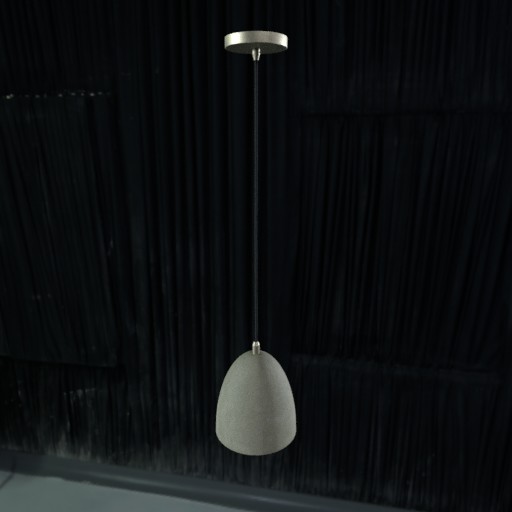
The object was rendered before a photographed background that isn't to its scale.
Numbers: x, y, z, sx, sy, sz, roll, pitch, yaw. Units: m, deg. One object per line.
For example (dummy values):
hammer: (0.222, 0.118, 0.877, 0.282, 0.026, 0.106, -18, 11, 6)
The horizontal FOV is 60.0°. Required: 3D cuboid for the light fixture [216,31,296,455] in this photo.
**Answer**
light fixture: (0.000, 0.000, 0.844, 0.170, 0.759, 0.170, 2, 16, 8)
